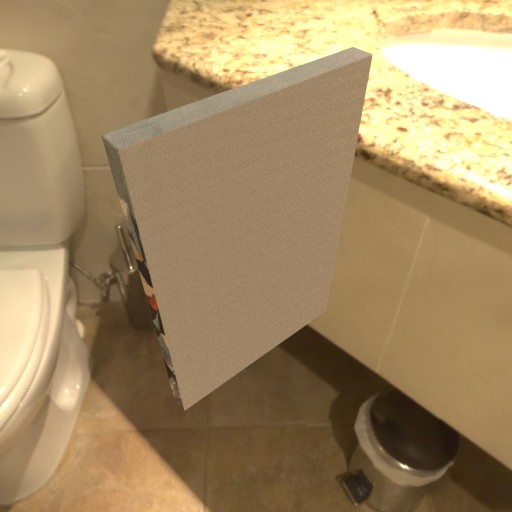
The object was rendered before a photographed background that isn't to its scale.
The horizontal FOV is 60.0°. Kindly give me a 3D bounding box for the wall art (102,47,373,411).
[{"bbox_3d":[0.000,0.000,1.170,0.609,0.911,0.061,-30,52,-26],"label":"wall art"}]
